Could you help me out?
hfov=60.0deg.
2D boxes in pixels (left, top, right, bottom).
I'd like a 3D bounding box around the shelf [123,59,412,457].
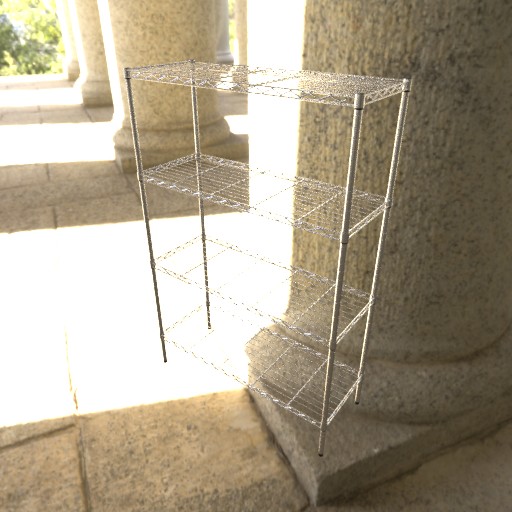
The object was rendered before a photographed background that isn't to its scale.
[{"bbox_3d":[0.000,0.000,1.764,0.907,1.360,0.352,20,35,31],"label":"shelf"}]
